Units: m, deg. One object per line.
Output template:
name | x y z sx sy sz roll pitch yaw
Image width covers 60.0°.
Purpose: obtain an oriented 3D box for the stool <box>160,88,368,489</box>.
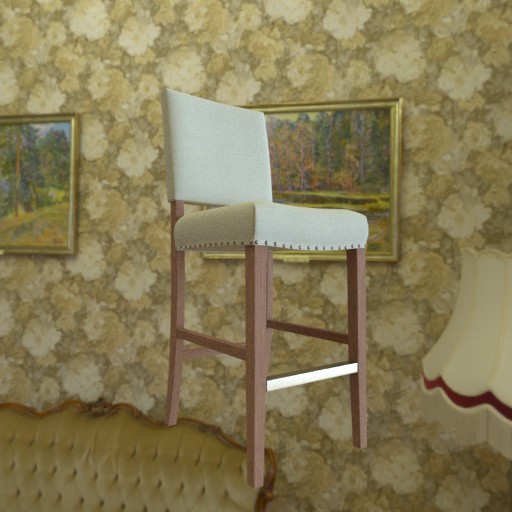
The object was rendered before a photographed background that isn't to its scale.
stool | 0.000 0.000 1.458 0.445 1.168 0.584 1 -1 -36
